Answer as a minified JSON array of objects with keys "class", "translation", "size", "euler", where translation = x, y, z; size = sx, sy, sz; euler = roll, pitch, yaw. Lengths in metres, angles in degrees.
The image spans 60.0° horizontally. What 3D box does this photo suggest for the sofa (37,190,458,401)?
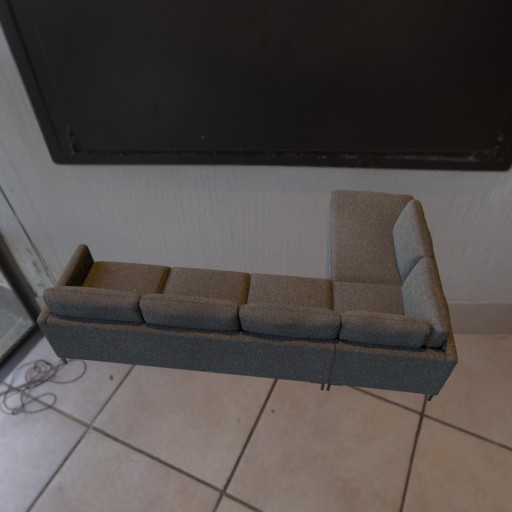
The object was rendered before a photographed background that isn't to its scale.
[{"class":"sofa","translation":[0.000,0.000,3.828],"size":[2.949,0.815,2.007],"euler":[4,46,4]}]
